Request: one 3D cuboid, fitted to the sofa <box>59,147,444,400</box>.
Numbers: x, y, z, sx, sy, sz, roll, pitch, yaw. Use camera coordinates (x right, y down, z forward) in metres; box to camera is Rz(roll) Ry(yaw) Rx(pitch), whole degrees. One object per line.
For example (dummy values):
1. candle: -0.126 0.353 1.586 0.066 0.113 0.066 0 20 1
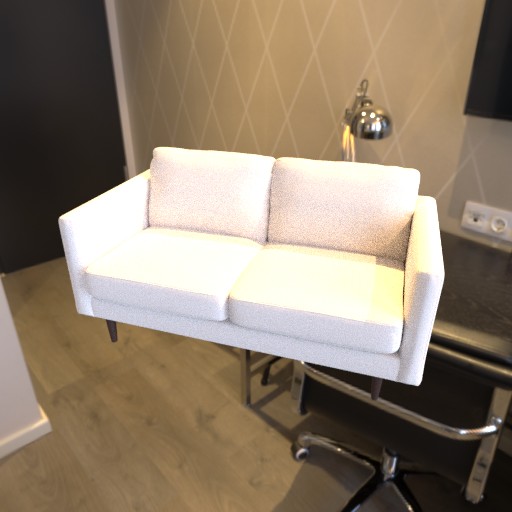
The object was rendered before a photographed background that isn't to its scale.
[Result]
1. sofa: 0.000 0.000 2.303 1.713 0.893 0.940 8 28 16
